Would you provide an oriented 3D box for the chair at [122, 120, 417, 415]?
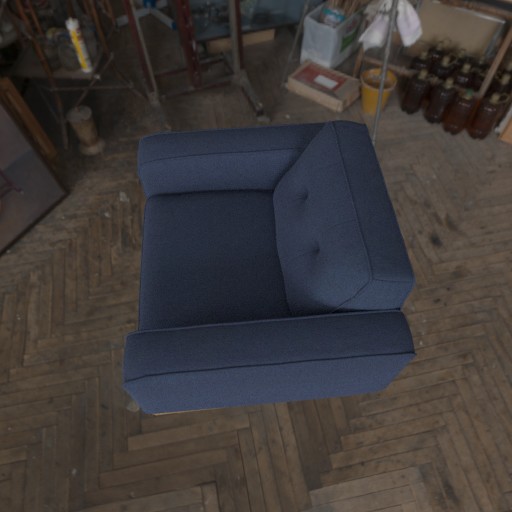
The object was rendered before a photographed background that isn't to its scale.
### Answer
[{"bbox_3d":[0.000,0.000,1.815,0.953,0.783,1.118,-4,58,-3],"label":"chair"}]
